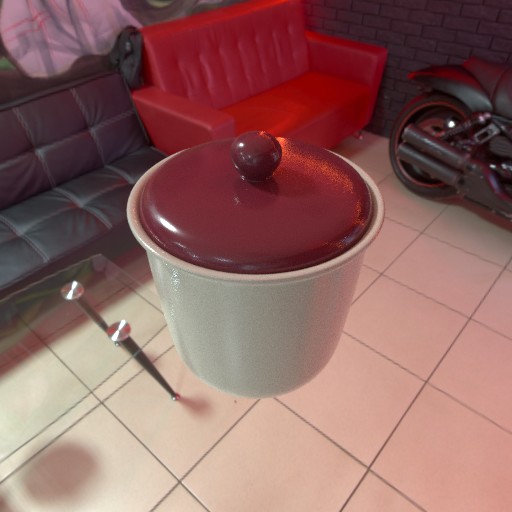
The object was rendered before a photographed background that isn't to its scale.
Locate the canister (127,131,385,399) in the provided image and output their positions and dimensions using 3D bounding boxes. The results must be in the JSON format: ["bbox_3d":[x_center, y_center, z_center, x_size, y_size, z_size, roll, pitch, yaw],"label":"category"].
[{"bbox_3d":[0.000,0.000,0.357,0.182,0.208,0.182,0,40,0],"label":"canister"}]
